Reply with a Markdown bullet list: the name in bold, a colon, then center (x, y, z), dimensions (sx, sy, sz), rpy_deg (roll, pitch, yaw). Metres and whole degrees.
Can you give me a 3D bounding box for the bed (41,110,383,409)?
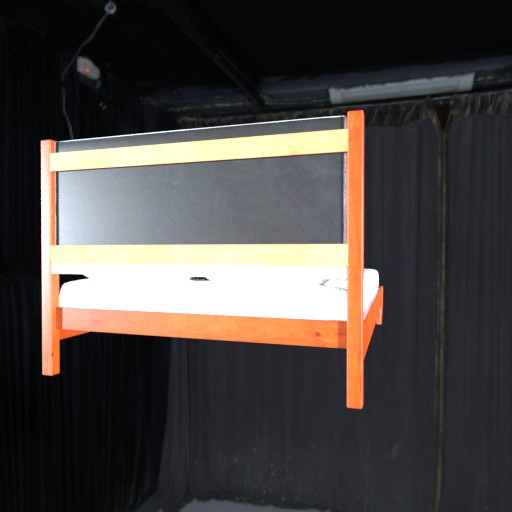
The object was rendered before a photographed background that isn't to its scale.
- **bed**: center (0.000, 0.000, 2.965), dimensions (1.566, 1.165, 2.117), rpy_deg (0, 1, 18)
